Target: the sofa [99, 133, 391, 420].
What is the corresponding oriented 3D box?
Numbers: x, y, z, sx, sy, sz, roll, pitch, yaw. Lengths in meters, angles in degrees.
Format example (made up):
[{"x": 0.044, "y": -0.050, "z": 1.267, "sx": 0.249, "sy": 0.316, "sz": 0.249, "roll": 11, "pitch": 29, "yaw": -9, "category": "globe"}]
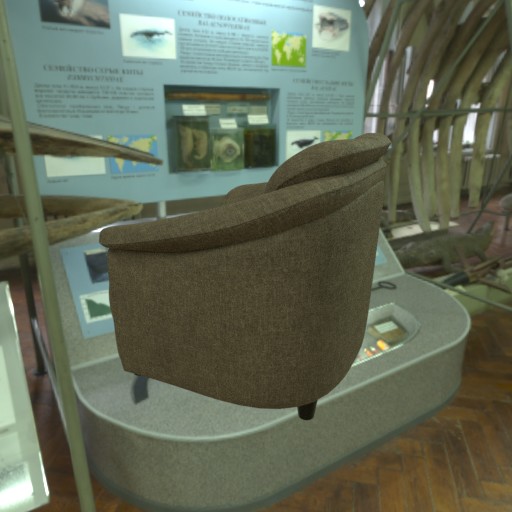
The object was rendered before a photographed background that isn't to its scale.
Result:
[{"x": 0.000, "y": 0.000, "z": 1.517, "sx": 0.794, "sy": 0.811, "sz": 0.870, "roll": 9, "pitch": 21, "yaw": 25, "category": "sofa"}]
